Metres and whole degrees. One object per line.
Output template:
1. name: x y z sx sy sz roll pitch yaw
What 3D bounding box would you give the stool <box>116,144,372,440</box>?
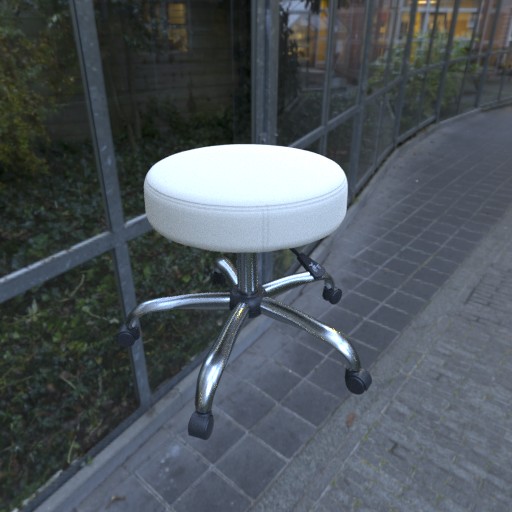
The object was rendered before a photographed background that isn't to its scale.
1. stool: 0.000 0.000 1.056 0.614 0.482 0.634 -19 33 -32
